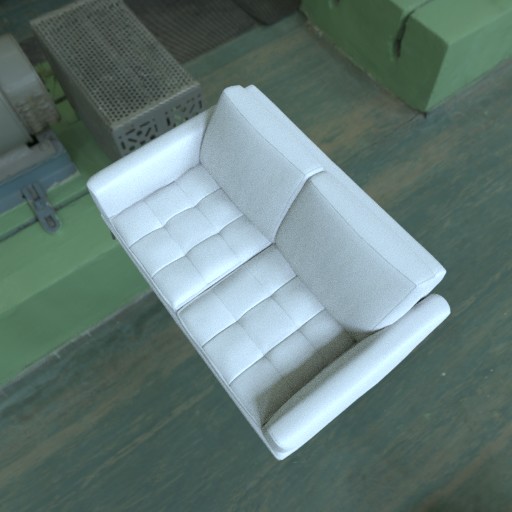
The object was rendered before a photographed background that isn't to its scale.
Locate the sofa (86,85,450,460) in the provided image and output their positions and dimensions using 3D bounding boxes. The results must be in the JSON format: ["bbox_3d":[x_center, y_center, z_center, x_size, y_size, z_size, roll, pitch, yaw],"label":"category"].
[{"bbox_3d":[0.000,0.000,2.446,1.121,0.930,1.819,-35,70,-15],"label":"sofa"}]
